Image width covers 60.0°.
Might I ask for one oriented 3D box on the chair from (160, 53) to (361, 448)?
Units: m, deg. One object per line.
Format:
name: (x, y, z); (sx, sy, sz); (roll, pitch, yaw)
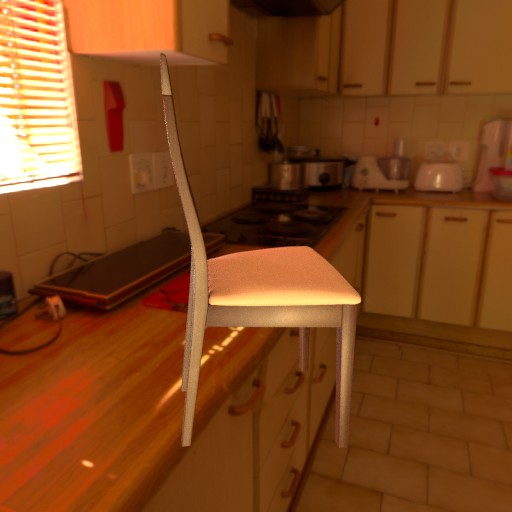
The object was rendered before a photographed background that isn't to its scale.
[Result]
chair: (0.000, 0.000, 1.280); (0.474, 1.027, 0.460); (-3, 17, -9)
